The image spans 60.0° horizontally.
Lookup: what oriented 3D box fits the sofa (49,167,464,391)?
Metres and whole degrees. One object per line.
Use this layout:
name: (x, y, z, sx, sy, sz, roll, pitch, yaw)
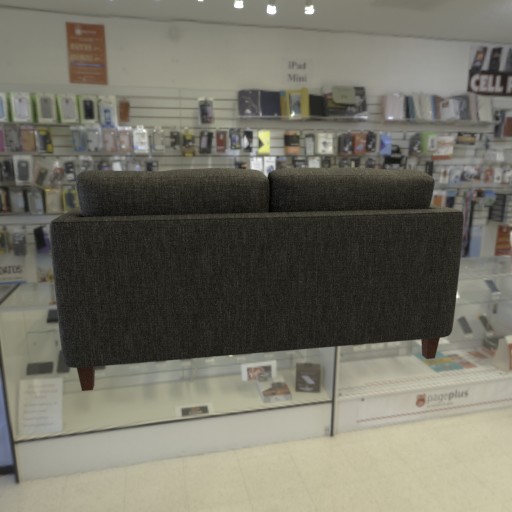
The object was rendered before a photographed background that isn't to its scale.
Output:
sofa: (0.000, 0.000, 2.432, 1.884, 0.963, 0.950, -2, 13, -11)
